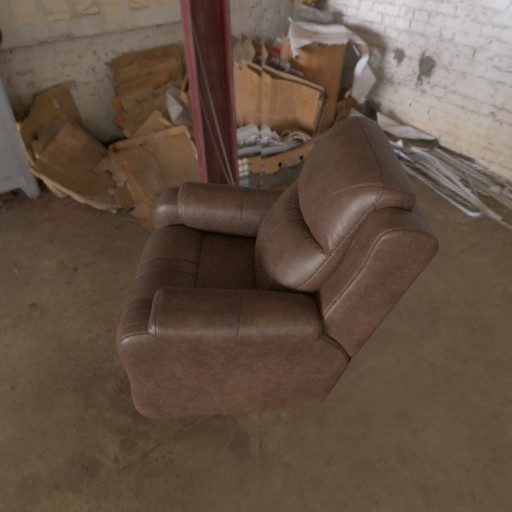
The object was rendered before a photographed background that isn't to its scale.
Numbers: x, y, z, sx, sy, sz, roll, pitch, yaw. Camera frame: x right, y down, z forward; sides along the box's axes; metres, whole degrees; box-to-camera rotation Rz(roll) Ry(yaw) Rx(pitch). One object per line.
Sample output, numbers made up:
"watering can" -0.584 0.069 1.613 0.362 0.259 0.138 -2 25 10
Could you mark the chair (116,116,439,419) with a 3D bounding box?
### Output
"chair" 0.000 0.000 1.797 1.067 0.990 0.940 0 40 0
